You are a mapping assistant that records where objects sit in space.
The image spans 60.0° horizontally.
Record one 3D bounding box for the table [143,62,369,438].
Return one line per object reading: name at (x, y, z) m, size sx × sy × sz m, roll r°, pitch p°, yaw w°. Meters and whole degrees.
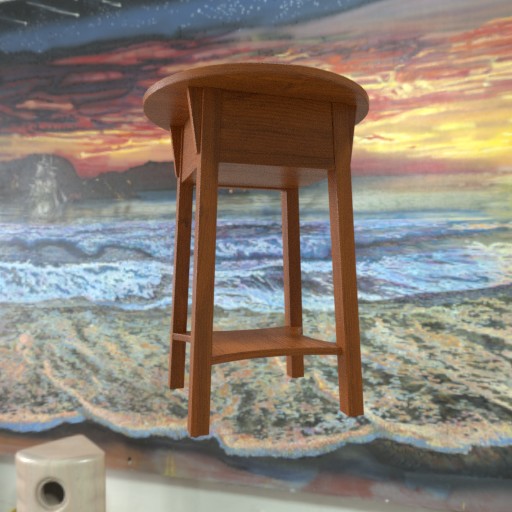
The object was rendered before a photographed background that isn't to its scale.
table at (0.000, 0.000, 0.923) m, size 0.457 × 0.610 × 0.457 m, roll 0°, pitch 0°, yaw 0°
